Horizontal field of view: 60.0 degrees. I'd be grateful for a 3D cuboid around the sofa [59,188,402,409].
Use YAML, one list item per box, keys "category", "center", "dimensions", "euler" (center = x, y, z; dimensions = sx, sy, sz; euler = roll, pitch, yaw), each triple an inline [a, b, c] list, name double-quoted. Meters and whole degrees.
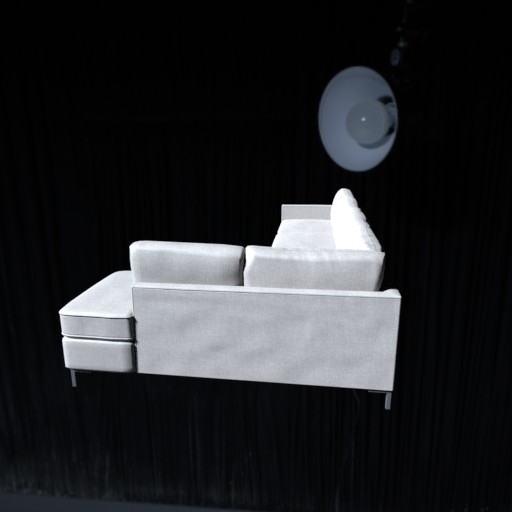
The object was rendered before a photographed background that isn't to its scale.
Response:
- category: "sofa"
  center: [0.000, 0.000, 4.225]
  dimensions: [2.077, 0.964, 3.331]
  euler: [2, 16, 7]
